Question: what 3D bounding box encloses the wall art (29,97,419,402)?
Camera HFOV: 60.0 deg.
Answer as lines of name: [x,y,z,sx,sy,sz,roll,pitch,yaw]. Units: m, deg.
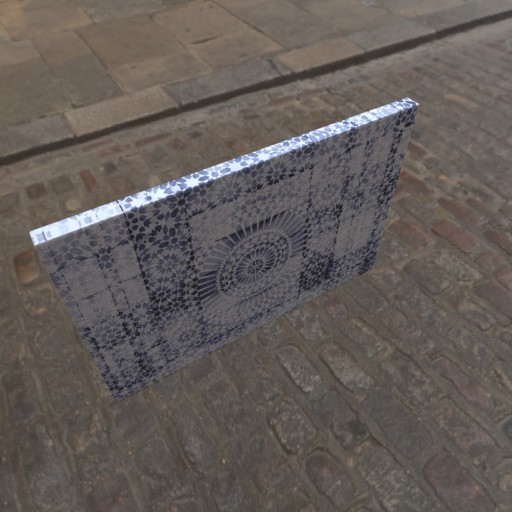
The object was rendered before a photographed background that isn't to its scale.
wall art: [0.000,0.000,0.766,0.608,0.406,0.030,-25,52,-21]
